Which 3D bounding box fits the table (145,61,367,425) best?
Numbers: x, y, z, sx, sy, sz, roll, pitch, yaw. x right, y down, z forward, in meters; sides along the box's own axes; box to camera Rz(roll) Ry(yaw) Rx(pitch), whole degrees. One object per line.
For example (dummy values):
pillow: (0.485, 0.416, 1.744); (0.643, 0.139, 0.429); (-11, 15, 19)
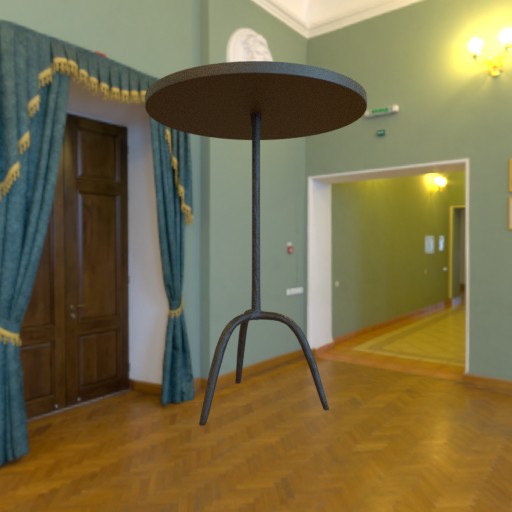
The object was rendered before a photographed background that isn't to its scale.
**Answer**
table: (0.000, 0.000, 1.041); (0.502, 0.700, 0.502); (1, 2, 37)
